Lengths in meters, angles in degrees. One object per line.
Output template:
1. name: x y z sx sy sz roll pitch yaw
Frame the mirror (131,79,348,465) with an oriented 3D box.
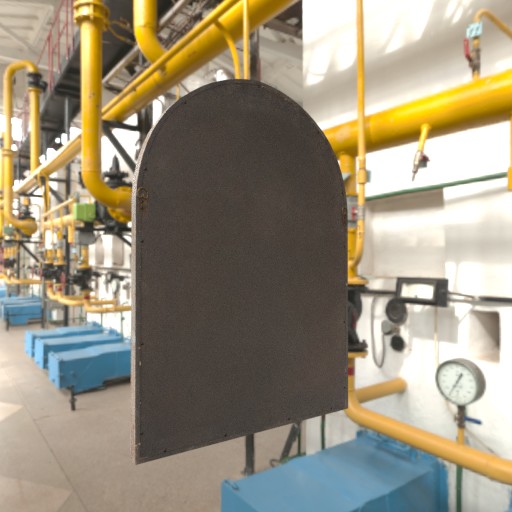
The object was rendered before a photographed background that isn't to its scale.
1. mirror: 0.000 0.000 1.173 0.660 0.920 0.032 0 -1 -35
